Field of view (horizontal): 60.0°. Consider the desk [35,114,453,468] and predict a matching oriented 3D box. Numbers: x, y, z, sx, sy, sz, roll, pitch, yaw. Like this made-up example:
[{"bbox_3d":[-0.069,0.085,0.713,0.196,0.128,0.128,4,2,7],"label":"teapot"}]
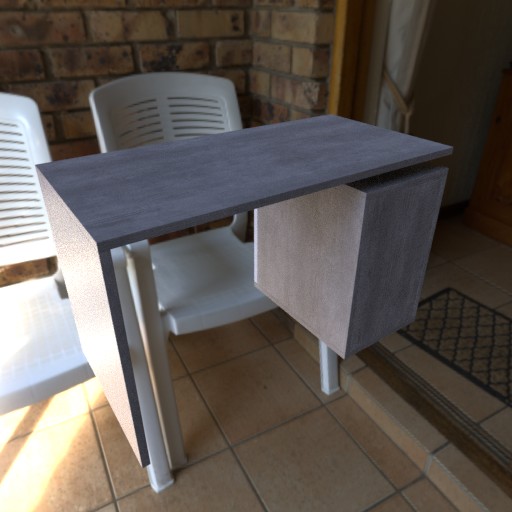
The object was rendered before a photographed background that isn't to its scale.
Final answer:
[{"bbox_3d":[0.000,0.000,1.596,1.200,0.740,0.600,-19,35,-29],"label":"desk"}]
